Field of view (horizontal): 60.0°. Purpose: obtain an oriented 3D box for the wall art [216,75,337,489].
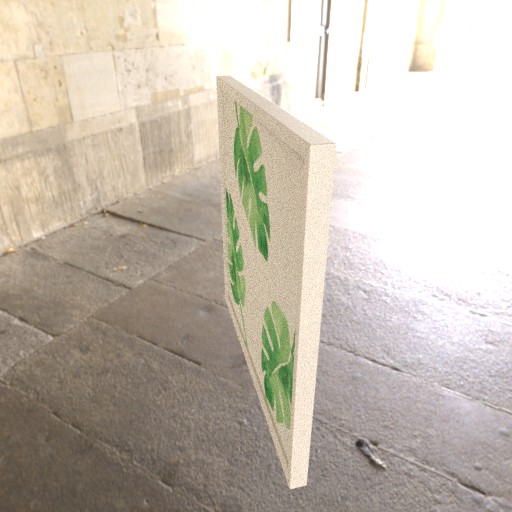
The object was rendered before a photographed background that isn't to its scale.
[{"bbox_3d":[0.000,0.000,1.118,0.040,0.762,0.762,-7,30,-12],"label":"wall art"}]
